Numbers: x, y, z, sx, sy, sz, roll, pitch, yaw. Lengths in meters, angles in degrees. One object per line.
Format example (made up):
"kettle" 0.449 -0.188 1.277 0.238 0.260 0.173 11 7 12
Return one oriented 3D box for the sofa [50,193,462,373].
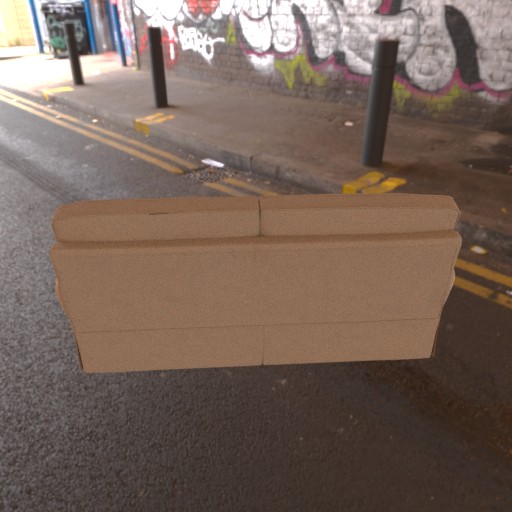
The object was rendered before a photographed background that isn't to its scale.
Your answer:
"sofa" 0.000 0.000 2.776 2.246 1.014 0.900 -2 29 -3
